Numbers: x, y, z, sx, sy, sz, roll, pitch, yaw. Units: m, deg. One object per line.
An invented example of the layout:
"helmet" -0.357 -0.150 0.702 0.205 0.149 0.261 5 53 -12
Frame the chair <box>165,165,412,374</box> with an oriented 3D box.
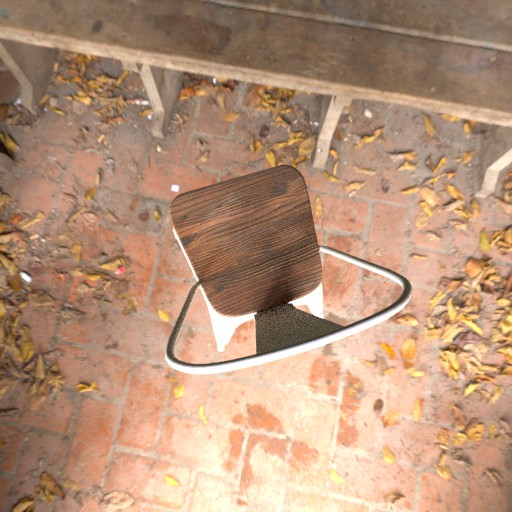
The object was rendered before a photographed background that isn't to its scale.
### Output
"chair" 0.000 0.000 1.138 0.452 0.851 0.521 -17 77 -4
